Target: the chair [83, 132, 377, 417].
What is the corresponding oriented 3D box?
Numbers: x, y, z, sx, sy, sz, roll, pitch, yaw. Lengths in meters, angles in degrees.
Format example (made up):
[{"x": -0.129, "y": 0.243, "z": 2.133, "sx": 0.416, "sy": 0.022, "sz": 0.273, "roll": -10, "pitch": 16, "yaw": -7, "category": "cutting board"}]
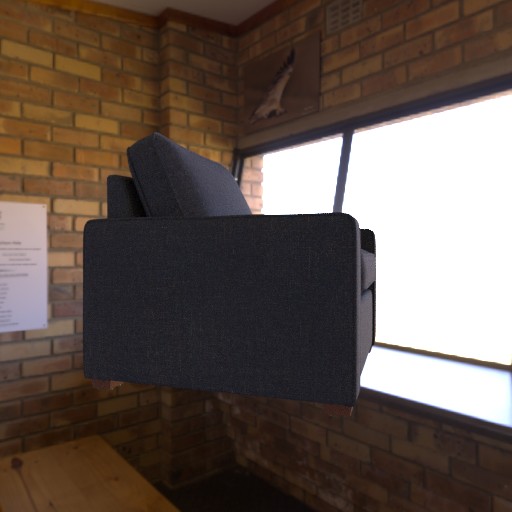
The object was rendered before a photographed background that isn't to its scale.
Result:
[{"x": 0.000, "y": 0.000, "z": 1.837, "sx": 0.940, "sy": 0.919, "sz": 1.017, "roll": 0, "pitch": 0, "yaw": 18, "category": "chair"}]
